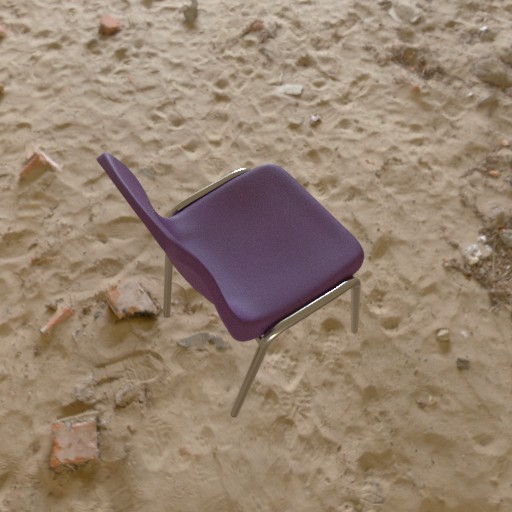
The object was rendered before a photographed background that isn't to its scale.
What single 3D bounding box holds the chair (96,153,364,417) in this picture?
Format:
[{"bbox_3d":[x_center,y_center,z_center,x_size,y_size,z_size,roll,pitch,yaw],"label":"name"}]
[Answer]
[{"bbox_3d":[0.000,0.000,0.948,0.432,0.704,0.381,-32,63,-18],"label":"chair"}]
